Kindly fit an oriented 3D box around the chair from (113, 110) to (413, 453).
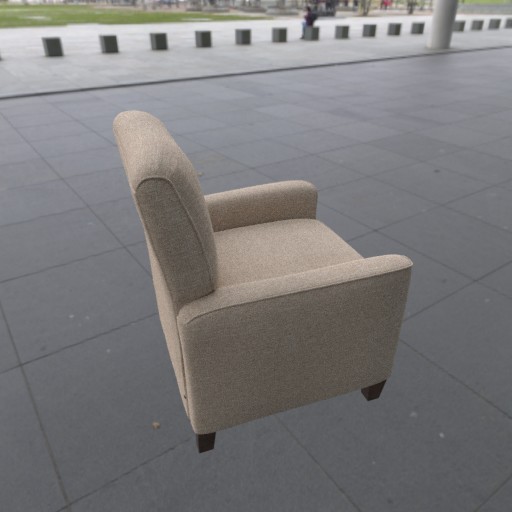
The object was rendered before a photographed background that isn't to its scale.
[{"bbox_3d":[0.000,0.000,1.663,0.858,1.028,0.841,-10,32,-17],"label":"chair"}]
